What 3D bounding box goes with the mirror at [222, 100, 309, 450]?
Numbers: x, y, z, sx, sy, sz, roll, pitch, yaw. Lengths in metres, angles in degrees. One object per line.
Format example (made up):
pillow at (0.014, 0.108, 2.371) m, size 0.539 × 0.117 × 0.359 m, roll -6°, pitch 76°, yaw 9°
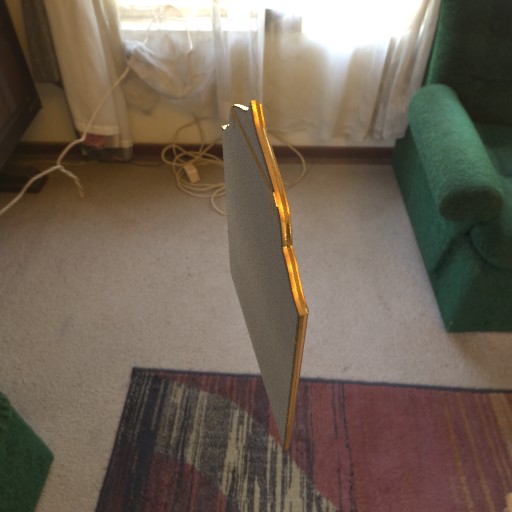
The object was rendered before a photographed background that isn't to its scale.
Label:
mirror at (0.000, 0.000, 0.860) m, size 0.018 × 0.635 × 0.513 m, roll -11°, pitch 47°, yaw -10°
